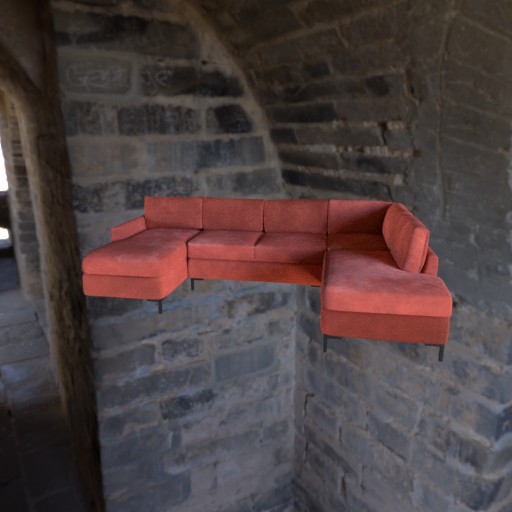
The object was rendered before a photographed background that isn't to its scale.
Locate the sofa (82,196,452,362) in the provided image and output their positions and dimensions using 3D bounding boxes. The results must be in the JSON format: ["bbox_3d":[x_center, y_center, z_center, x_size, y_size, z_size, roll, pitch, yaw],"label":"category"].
[{"bbox_3d":[0.000,0.000,4.053,2.971,0.858,1.981,3,15,10],"label":"sofa"}]
